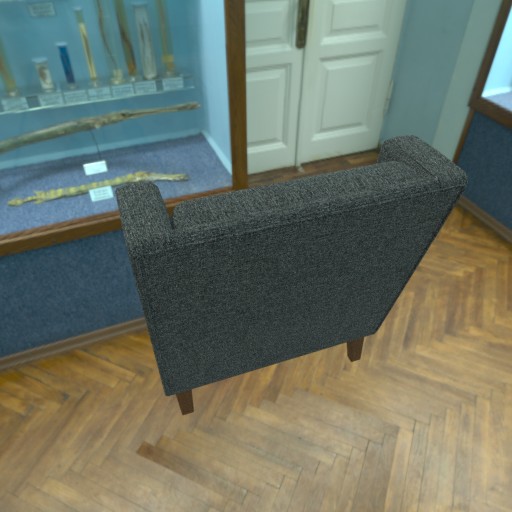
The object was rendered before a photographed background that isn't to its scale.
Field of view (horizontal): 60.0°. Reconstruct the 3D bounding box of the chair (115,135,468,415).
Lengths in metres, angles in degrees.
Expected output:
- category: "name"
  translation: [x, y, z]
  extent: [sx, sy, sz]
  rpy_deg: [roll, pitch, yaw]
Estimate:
- category: "chair"
  translation: [0.000, 0.000, 1.772]
  extent: [0.942, 1.082, 0.927]
  rpy_deg: [-13, 43, -15]
